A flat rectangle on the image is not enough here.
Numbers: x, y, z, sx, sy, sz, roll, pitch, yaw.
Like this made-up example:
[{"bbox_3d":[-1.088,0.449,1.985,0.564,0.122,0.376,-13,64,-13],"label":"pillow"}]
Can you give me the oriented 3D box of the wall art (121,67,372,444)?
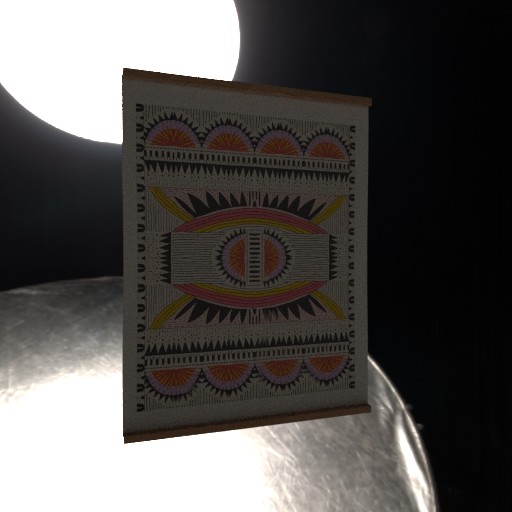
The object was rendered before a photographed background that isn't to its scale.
[{"bbox_3d":[0.000,0.000,0.695,0.403,0.527,0.028,0,0,-18],"label":"wall art"}]
